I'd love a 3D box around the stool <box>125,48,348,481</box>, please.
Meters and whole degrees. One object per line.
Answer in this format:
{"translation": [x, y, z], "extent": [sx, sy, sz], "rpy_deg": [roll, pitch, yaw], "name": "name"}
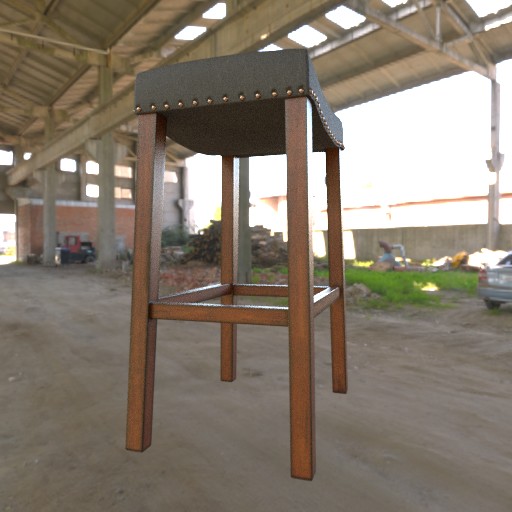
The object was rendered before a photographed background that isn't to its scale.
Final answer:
{"translation": [0.000, 0.000, 1.031], "extent": [0.366, 0.748, 0.502], "rpy_deg": [0, 1, 18], "name": "stool"}
